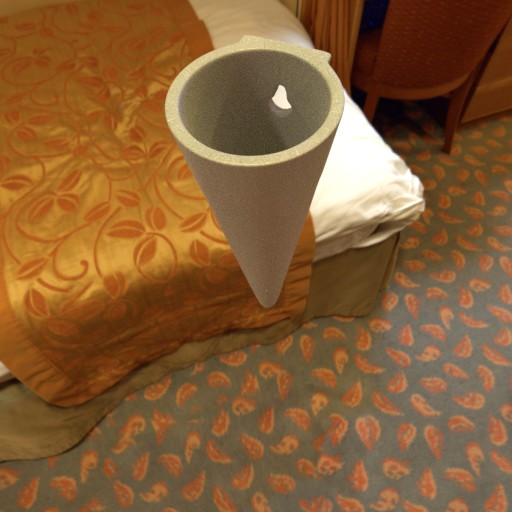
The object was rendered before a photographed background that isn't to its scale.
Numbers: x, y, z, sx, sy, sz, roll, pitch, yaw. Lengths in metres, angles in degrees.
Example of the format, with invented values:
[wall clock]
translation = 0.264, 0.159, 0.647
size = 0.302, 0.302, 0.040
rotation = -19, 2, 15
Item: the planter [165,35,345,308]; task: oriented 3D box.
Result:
[planter]
translation = 0.000, 0.000, 0.224
size = 0.057, 0.191, 0.064
rotation = 18, 59, 11
